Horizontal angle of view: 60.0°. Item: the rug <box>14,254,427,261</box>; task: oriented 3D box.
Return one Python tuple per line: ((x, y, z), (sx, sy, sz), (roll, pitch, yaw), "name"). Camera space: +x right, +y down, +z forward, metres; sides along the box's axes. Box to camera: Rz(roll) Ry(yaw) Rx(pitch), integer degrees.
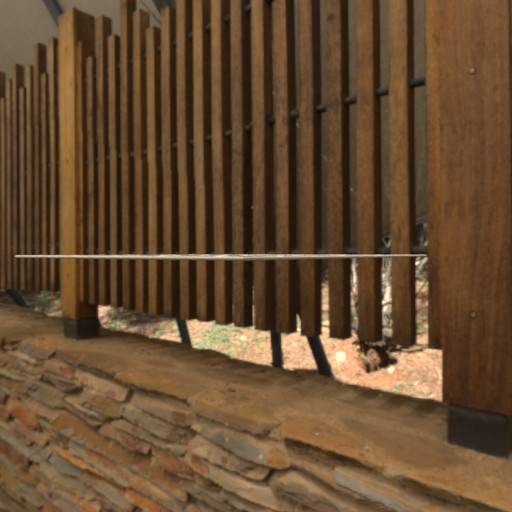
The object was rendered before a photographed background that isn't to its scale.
((0.000, 0.000, 2.822), (1.528, 0.014, 2.294), (0, 0, 35), "rug")
